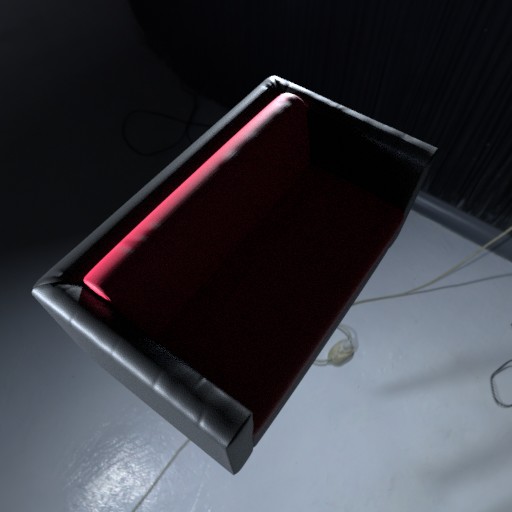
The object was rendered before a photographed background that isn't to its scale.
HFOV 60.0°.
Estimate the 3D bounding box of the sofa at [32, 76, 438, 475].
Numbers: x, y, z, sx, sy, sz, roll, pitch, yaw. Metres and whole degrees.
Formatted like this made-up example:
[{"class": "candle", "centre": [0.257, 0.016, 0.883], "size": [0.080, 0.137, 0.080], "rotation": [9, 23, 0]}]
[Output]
[{"class": "sofa", "centre": [0.000, 0.000, 1.881], "size": [0.845, 0.735, 1.410], "rotation": [31, 63, 18]}]
